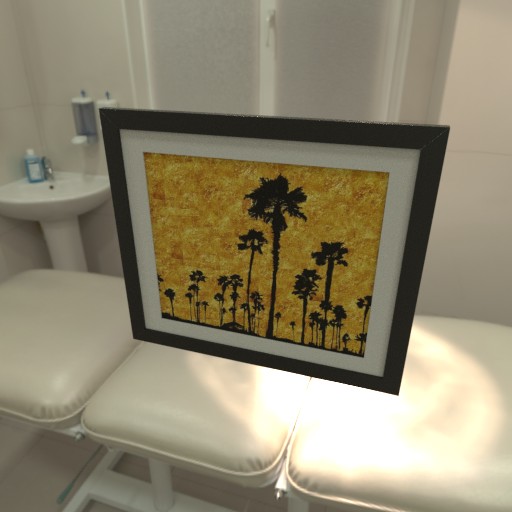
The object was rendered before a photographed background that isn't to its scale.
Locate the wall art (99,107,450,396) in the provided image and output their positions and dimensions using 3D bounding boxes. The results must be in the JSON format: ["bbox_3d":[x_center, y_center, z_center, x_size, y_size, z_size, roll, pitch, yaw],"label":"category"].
[{"bbox_3d":[0.000,0.000,0.543,0.383,0.332,0.012,8,28,16],"label":"wall art"}]
